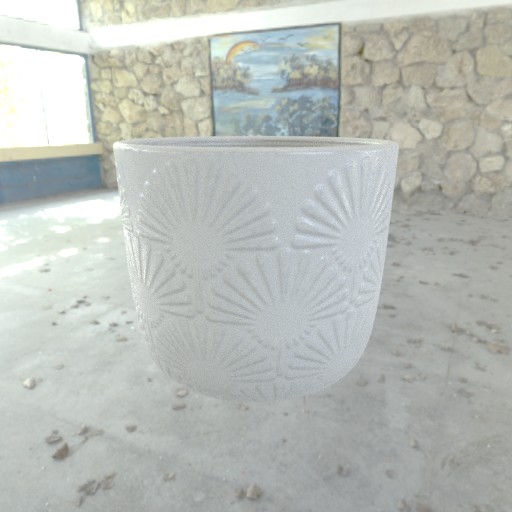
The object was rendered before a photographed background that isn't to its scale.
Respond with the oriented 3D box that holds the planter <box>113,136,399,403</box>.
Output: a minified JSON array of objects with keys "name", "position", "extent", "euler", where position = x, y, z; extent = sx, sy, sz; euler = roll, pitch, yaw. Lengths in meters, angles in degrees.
[{"name":"planter","position":[0.000,0.000,0.216],"extent":[0.124,0.109,0.124],"euler":[0,17,0]}]
